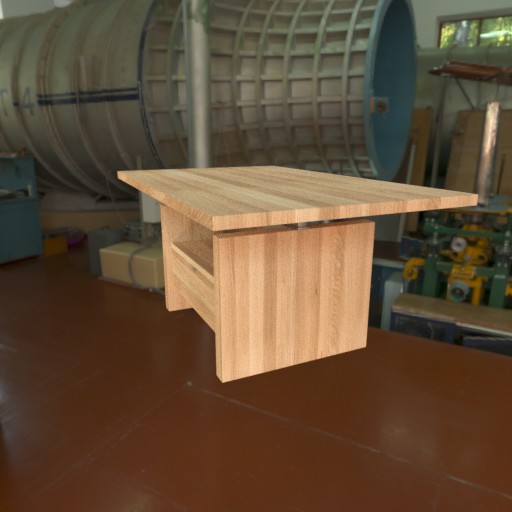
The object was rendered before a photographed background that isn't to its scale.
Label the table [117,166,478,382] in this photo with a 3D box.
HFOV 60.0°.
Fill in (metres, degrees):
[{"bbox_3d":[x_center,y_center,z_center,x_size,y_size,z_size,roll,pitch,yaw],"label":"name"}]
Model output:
[{"bbox_3d":[0.000,0.000,1.502,0.700,0.510,1.100,-7,17,-25],"label":"table"}]
